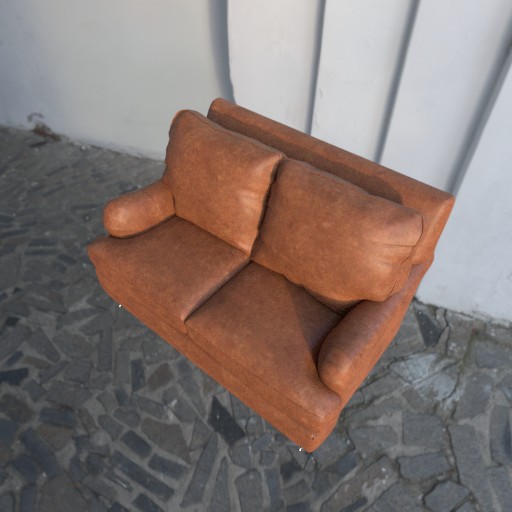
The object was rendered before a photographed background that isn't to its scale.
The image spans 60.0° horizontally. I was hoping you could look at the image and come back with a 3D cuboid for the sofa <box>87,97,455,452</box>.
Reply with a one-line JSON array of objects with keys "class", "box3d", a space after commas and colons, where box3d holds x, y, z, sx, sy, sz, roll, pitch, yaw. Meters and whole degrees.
[{"class": "sofa", "box3d": [0.000, 0.000, 2.269, 1.527, 1.004, 1.077, 31, 54, 26]}]
